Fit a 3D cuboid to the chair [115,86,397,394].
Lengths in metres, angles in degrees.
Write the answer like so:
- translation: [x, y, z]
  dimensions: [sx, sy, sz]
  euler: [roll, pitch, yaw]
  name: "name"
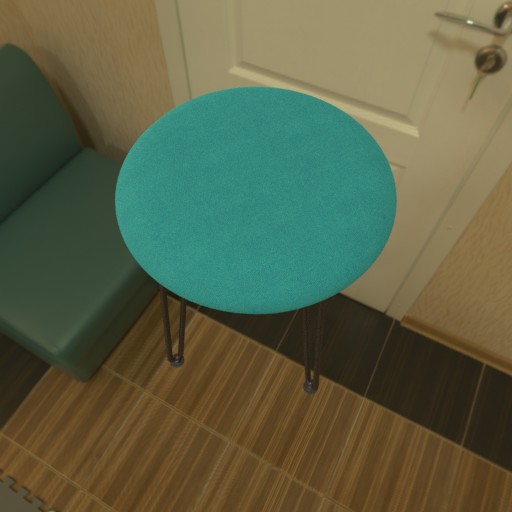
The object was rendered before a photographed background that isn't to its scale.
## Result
- translation: [0.000, 0.000, 0.706]
  dimensions: [0.350, 0.430, 0.350]
  euler: [-1, 58, 0]
  name: "chair"
